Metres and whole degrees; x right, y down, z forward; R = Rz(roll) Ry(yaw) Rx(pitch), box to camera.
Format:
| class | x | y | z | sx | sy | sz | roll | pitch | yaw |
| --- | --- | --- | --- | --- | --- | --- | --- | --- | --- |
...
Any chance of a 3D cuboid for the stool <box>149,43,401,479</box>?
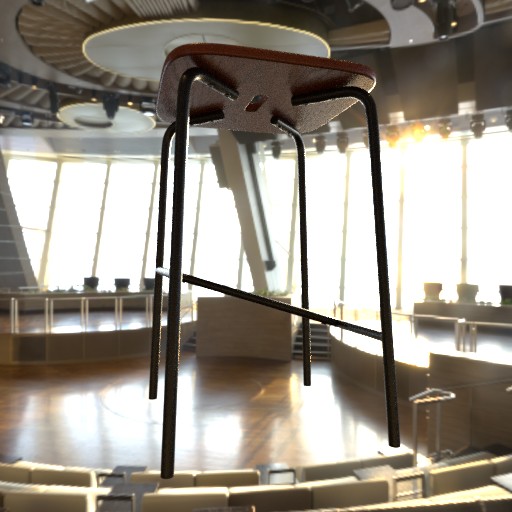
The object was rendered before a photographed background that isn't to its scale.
| class | x | y | z | sx | sy | sz | roll | pitch | yaw |
| --- | --- | --- | --- | --- | --- | --- | --- | --- | --- |
| stool | 0.000 | 0.000 | 0.834 | 0.376 | 0.610 | 0.376 | 0 | -1 | -16 |
